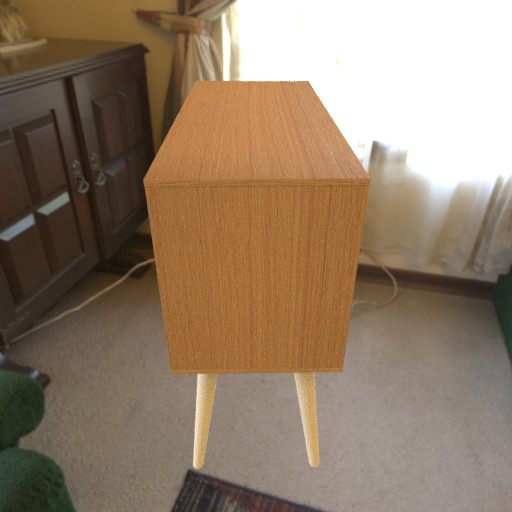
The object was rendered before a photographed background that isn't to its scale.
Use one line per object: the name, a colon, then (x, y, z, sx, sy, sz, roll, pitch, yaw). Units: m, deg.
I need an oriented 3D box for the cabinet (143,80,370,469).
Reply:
cabinet: (0.000, 0.000, 1.610, 0.470, 1.016, 1.057, 0, 32, -1)
